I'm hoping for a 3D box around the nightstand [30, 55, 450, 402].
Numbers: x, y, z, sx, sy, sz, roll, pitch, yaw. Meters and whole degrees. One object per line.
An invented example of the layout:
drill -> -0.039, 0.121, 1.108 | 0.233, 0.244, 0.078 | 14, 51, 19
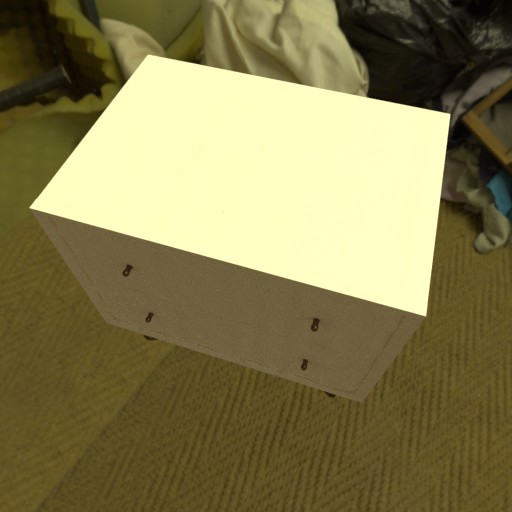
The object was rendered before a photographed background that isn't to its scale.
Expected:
nightstand -> 0.000, 0.000, 1.008 | 0.614, 0.604, 0.447 | 15, 58, 10
